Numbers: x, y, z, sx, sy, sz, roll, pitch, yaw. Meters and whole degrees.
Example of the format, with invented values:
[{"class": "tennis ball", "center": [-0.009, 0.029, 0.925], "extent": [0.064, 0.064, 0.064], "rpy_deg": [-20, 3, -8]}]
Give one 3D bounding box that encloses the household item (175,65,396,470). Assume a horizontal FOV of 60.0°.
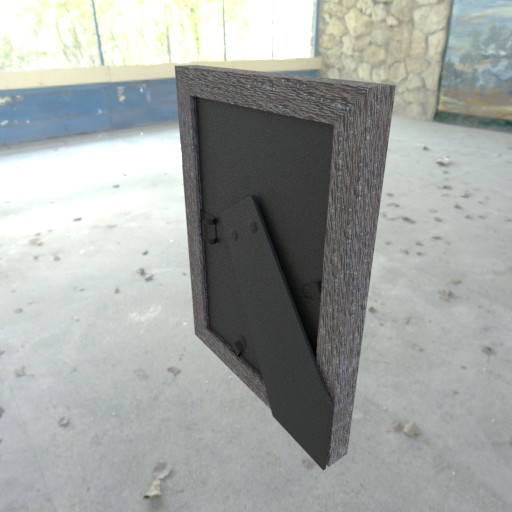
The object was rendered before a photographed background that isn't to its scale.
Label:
[{"class": "household item", "center": [0.000, 0.000, 0.275], "extent": [0.020, 0.210, 0.160], "rpy_deg": [-18, 32, -32]}]
